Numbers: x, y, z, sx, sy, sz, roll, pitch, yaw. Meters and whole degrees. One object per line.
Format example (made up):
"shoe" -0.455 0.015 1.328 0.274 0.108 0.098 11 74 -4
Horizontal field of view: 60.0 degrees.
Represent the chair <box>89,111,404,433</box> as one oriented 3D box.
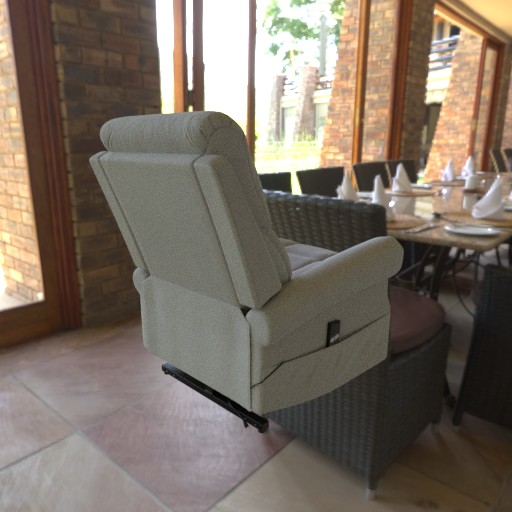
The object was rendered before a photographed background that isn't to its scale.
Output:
"chair" 0.000 0.000 1.736 0.871 1.031 0.979 14 20 43
